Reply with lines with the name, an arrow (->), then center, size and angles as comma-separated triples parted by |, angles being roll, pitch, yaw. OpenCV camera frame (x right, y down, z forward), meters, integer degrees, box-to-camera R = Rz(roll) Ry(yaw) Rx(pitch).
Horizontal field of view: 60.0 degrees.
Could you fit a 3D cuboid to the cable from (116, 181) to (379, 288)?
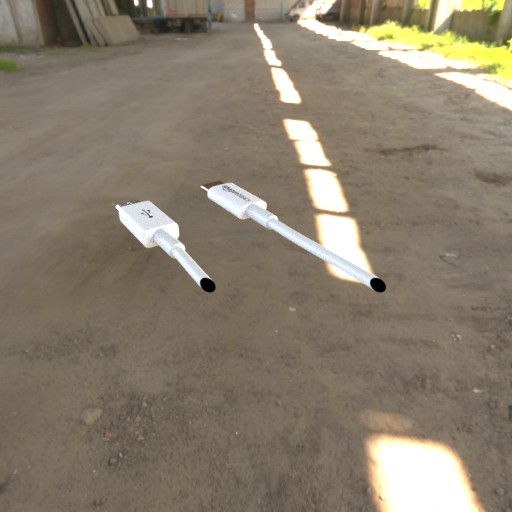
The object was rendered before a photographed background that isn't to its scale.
cable -> 0.000, 0.000, 0.111 | 0.040, 0.006, 0.098 | -19, 35, -29
